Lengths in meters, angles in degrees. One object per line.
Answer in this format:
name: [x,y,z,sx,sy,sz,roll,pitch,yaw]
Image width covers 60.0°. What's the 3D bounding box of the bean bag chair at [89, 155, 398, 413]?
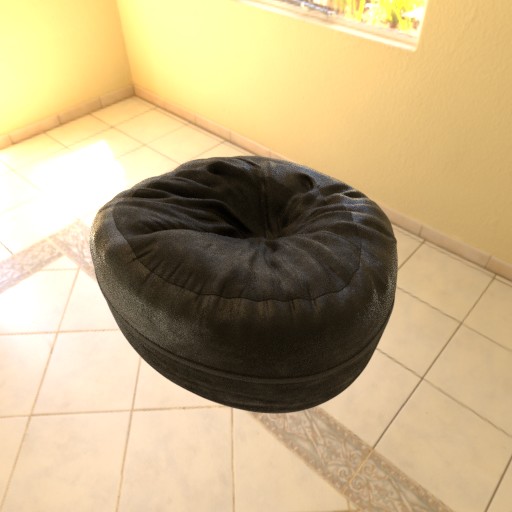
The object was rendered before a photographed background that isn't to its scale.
bean bag chair: [0.000,0.000,2.386,1.524,0.878,1.524,24,50,22]
